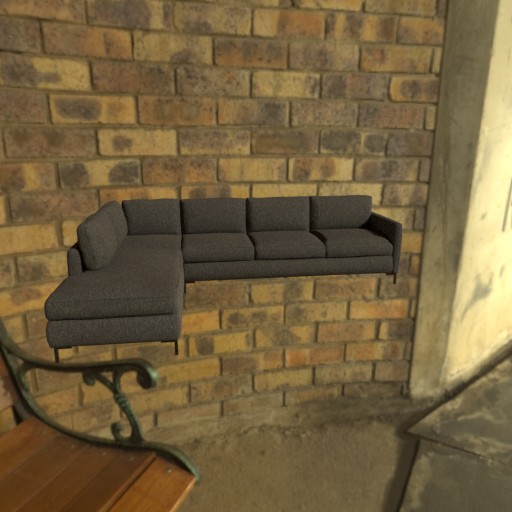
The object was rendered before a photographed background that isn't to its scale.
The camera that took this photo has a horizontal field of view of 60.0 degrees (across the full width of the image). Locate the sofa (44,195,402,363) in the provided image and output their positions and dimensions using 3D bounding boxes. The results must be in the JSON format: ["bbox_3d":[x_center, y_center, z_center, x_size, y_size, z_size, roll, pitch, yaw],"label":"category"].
[{"bbox_3d":[0.000,0.000,3.856,2.949,0.815,2.007,-2,15,-8],"label":"sofa"}]
